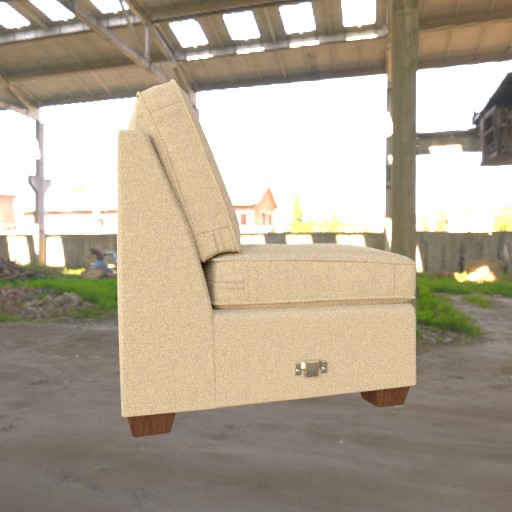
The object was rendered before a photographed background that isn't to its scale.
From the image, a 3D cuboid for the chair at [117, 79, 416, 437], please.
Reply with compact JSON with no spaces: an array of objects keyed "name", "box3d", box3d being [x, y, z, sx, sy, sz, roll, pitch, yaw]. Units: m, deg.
[{"name":"chair","box3d":[0.000,0.000,1.566,0.938,0.970,0.621,0,0,-18]}]
